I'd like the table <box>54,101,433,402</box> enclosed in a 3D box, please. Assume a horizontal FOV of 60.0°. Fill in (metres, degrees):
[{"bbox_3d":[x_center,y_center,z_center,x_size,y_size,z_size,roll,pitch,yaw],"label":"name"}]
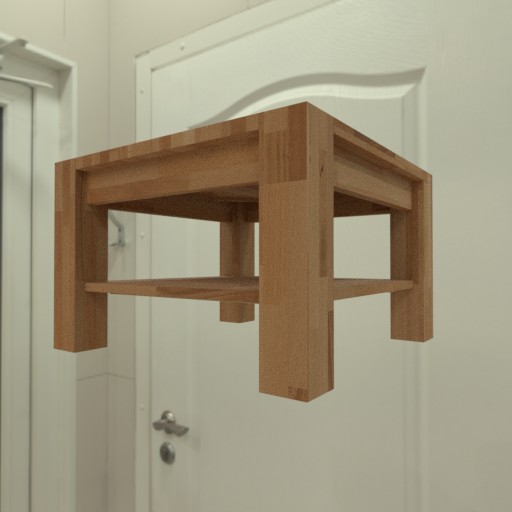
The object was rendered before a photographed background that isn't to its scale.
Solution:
[{"bbox_3d":[0.000,0.000,1.149,0.700,0.451,0.700,-1,-1,36],"label":"table"}]
